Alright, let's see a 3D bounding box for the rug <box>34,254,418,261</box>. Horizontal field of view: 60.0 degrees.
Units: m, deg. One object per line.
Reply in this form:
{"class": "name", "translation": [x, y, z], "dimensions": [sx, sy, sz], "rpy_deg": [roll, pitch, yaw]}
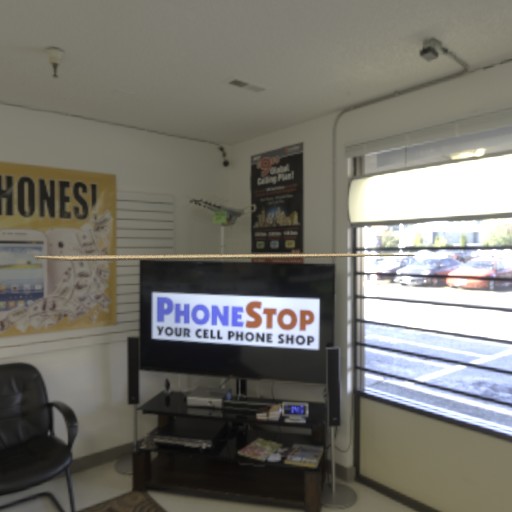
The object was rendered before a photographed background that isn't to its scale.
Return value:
{"class": "rug", "translation": [0.000, 0.000, 2.837], "dimensions": [2.448, 0.012, 0.769], "rpy_deg": [-1, 1, -37]}
